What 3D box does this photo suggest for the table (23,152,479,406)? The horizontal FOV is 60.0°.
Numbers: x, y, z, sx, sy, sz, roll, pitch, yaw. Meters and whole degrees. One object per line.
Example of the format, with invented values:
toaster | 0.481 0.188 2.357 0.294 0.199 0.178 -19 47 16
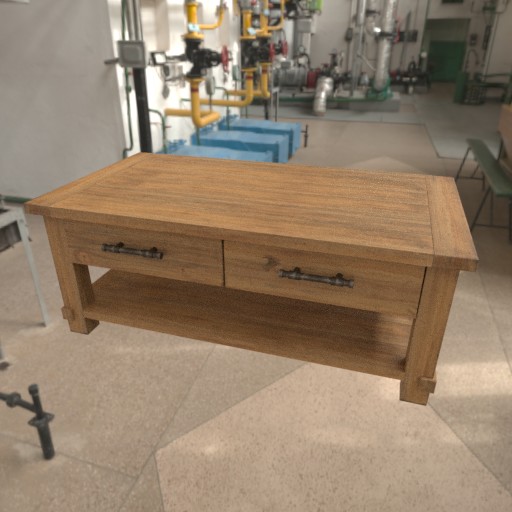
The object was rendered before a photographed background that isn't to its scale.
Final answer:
table | 0.000 0.000 1.571 1.270 0.494 0.693 8 28 15
